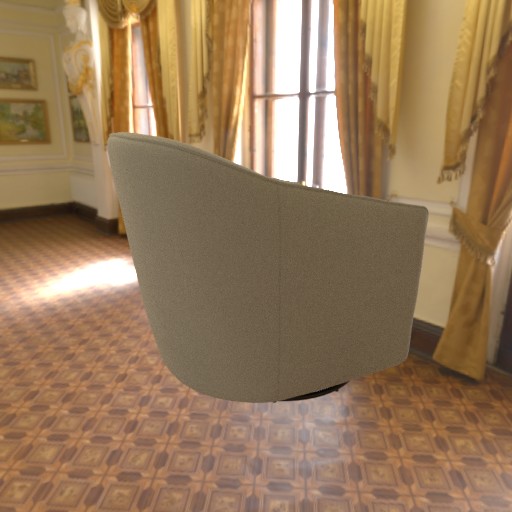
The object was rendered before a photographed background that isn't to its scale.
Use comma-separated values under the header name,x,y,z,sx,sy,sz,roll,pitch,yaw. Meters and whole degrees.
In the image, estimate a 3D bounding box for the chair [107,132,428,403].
name,x,y,z,sx,sy,sz,roll,pitch,yaw
chair,0.000,0.000,1.478,0.875,0.799,0.747,-8,18,-26
